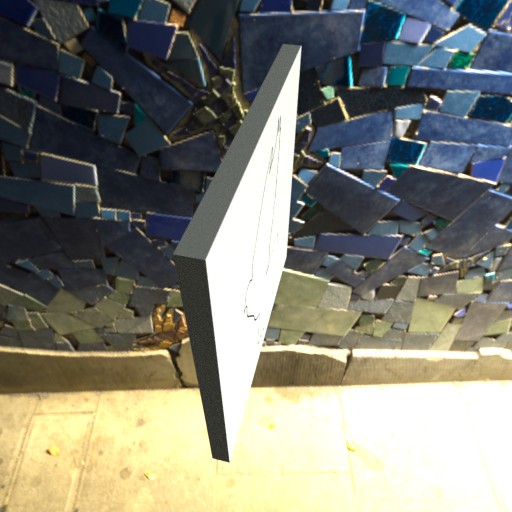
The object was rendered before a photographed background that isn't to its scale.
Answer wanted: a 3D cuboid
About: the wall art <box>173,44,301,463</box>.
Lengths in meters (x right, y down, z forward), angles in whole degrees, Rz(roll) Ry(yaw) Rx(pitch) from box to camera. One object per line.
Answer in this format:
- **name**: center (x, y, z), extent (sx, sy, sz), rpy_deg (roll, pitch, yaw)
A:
- **wall art**: center (0.000, 0.000, 0.906), extent (0.038, 0.610, 0.610), rpy_deg (10, 47, 10)
